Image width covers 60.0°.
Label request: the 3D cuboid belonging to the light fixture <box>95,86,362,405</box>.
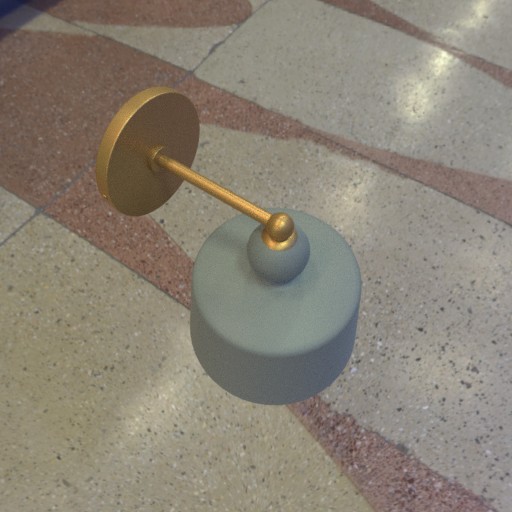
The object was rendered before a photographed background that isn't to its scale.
[{"bbox_3d":[0.000,0.000,0.445,0.254,0.268,0.204,31,63,17],"label":"light fixture"}]
